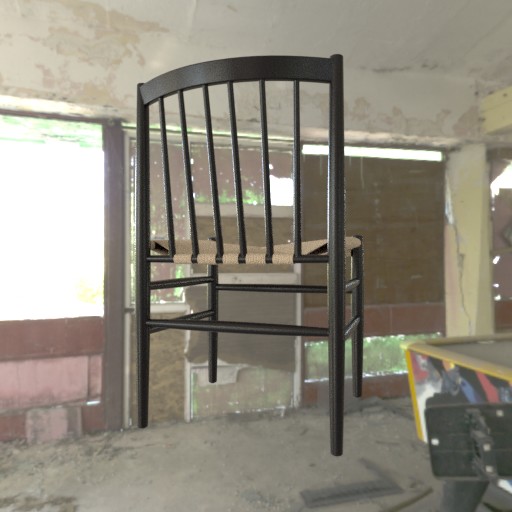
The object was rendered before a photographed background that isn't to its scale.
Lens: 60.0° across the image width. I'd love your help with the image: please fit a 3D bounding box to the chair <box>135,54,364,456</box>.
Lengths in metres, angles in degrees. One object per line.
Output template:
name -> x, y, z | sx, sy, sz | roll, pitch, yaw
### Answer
chair -> 0.000, 0.000, 1.133 | 0.495, 0.818, 0.516 | 0, 0, 19
